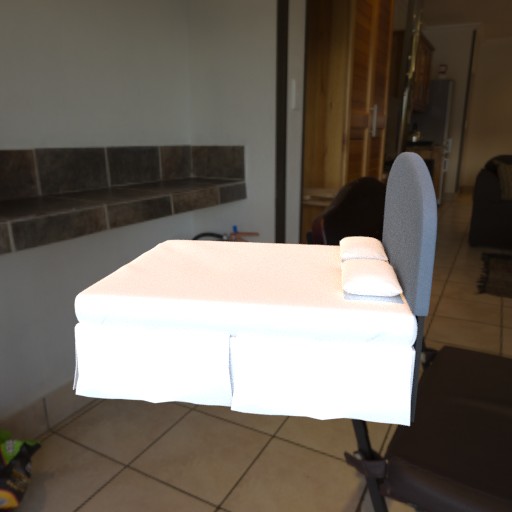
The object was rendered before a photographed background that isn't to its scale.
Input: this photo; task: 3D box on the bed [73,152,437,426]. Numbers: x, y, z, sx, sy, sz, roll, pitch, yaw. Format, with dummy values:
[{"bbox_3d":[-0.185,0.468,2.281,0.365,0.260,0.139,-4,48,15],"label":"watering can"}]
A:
[{"bbox_3d":[0.000,0.000,3.072,2.005,1.410,1.607,2,15,9],"label":"bed"}]
